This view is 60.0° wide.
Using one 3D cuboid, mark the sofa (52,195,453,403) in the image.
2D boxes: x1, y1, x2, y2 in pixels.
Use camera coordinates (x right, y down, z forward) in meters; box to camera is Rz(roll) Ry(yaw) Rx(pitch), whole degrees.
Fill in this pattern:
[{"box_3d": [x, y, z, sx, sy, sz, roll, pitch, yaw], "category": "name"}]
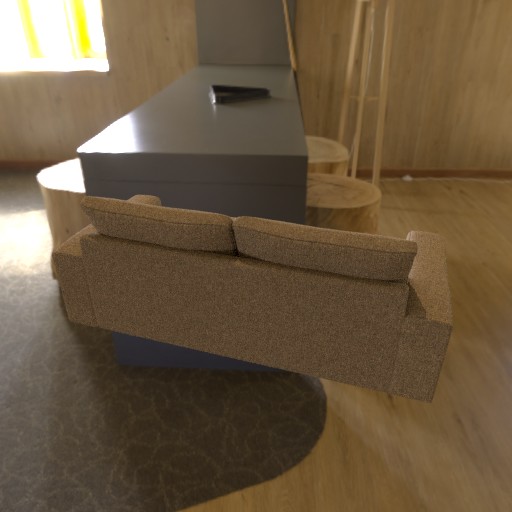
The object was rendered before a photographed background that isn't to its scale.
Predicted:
[{"box_3d": [0.000, 0.000, 2.878, 2.299, 0.922, 1.040, 9, 31, 15], "category": "sofa"}]
